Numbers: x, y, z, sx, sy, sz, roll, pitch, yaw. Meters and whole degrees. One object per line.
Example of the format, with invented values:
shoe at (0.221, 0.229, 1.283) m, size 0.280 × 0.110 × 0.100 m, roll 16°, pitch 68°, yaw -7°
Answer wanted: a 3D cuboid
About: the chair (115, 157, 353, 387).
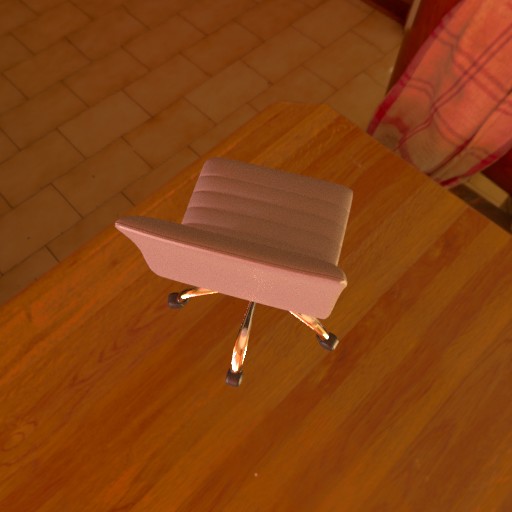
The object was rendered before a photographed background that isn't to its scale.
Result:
chair at (0.000, 0.000, 1.129) m, size 0.569 × 0.750 × 0.542 m, roll 14°, pitch 65°, yaw 7°
